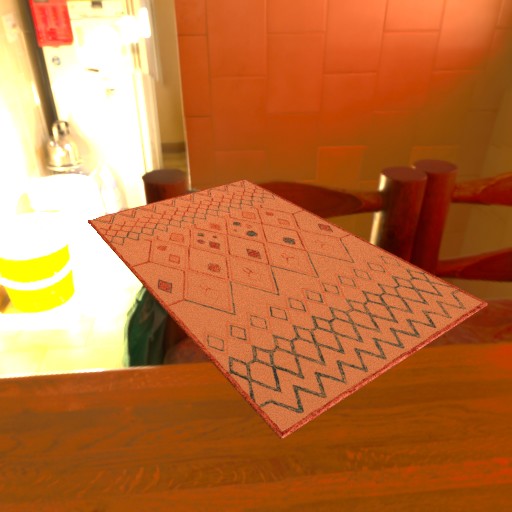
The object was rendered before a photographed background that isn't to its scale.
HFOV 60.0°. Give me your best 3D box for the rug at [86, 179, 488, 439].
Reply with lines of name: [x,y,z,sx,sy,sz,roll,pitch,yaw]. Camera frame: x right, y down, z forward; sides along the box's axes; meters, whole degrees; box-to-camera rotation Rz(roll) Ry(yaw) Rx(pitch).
rug: [0.000,0.000,3.007,1.524,0.015,2.438,-20,36,-30]
